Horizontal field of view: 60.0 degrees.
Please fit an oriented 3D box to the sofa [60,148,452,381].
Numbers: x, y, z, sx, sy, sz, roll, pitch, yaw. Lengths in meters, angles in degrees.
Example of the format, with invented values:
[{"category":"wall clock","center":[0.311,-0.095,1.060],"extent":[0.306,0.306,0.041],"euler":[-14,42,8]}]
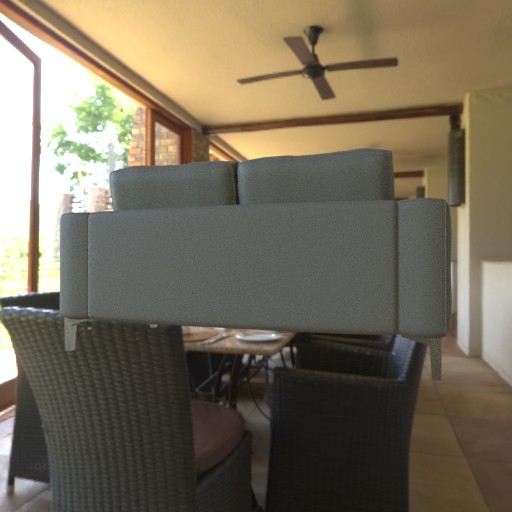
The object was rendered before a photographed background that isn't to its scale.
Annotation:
[{"category":"sofa","center":[0.000,0.000,2.198],"extent":[1.726,0.893,0.833],"euler":[0,0,18]}]
